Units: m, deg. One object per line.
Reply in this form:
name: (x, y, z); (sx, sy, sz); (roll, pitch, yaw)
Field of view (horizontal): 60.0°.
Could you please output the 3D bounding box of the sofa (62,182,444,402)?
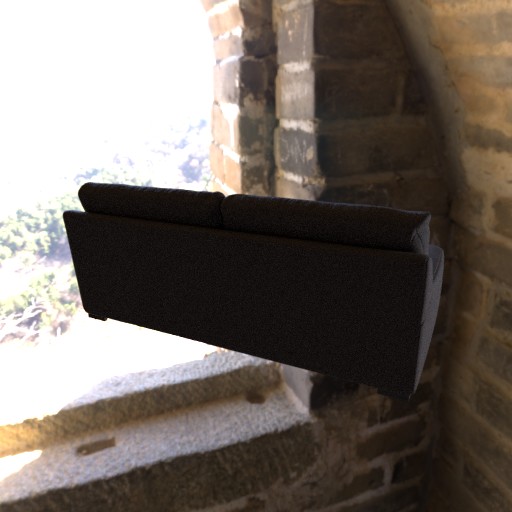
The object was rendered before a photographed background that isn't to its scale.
sofa: (0.000, 0.000, 2.900); (2.271, 0.950, 1.140); (9, 19, 25)
